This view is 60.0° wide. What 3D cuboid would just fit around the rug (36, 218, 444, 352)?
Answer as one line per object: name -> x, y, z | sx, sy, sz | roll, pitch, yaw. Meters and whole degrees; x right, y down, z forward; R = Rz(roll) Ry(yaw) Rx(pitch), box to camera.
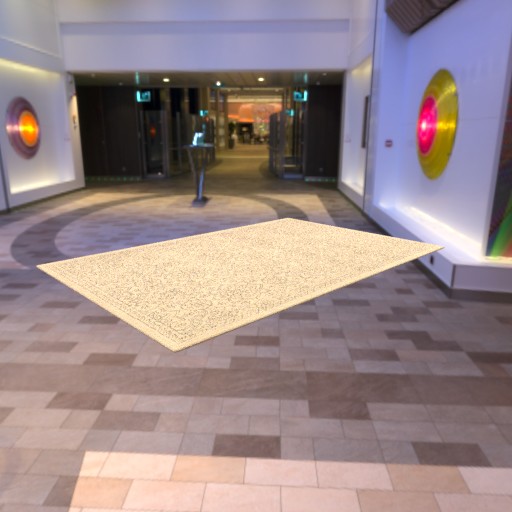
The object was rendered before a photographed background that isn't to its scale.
rug -> 0.000, 0.000, 2.358 | 1.829, 0.010, 1.219 | -14, 21, -42
